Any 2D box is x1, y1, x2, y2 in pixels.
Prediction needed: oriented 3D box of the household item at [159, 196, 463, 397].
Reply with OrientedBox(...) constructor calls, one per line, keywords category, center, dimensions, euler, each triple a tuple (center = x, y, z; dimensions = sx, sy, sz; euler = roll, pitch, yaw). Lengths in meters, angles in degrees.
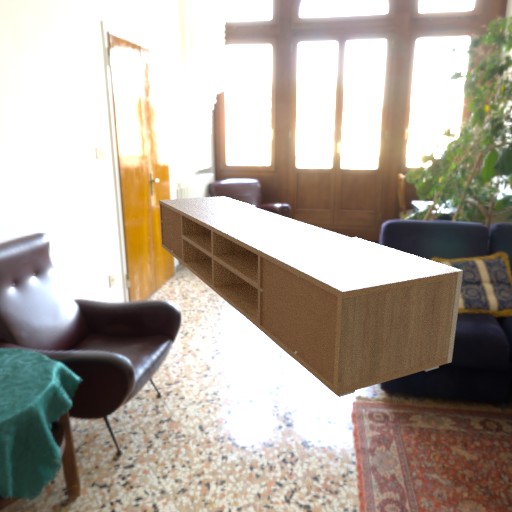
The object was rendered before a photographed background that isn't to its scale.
OrientedBox(category="household item", center=(0.000, 0.000, 2.021), dimensions=(0.420, 0.310, 1.850), euler=(-7, 16, -25))
